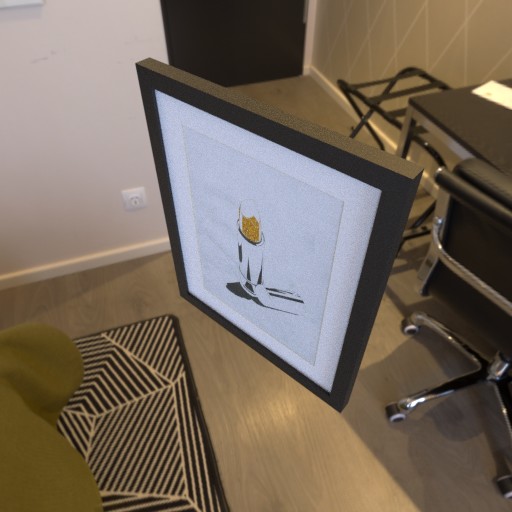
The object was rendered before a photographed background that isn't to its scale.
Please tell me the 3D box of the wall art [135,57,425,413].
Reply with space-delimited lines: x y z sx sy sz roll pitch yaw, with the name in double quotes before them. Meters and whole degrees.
"wall art" 0.000 0.000 0.778 0.457 0.559 0.029 31 53 27
